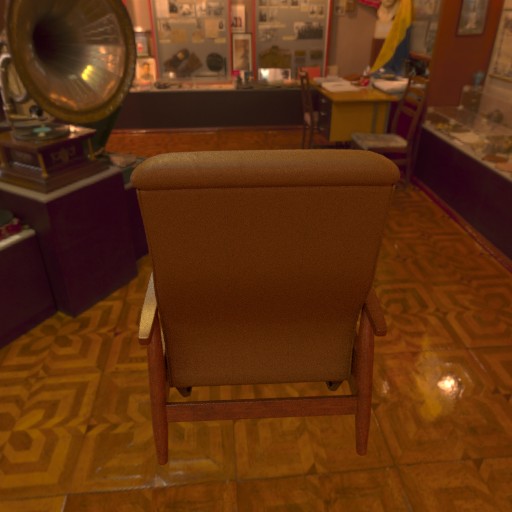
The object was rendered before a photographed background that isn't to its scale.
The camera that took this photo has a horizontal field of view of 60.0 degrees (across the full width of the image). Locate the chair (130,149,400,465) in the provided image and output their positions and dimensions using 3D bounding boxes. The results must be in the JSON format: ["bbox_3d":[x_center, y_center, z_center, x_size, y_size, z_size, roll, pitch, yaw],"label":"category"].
[{"bbox_3d":[0.000,0.000,1.697,0.762,1.082,1.014,-2,30,-3],"label":"chair"}]
